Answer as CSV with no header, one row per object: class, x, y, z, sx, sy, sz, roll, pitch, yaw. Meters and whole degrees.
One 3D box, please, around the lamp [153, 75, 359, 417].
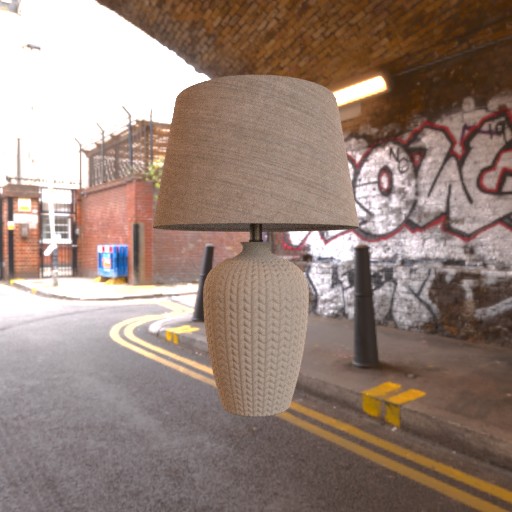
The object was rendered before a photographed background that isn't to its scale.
lamp,0.000,0.000,0.860,0.390,0.580,0.390,0,1,0
